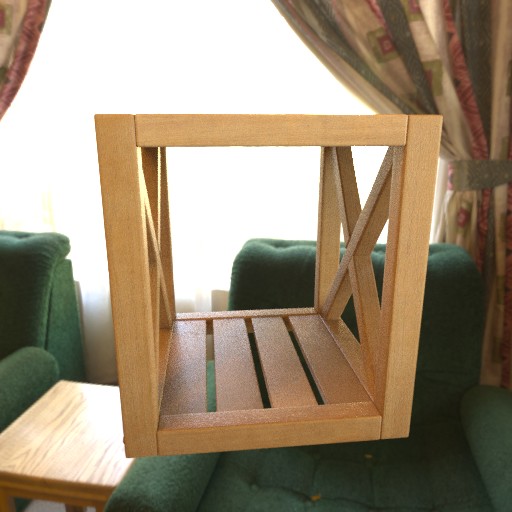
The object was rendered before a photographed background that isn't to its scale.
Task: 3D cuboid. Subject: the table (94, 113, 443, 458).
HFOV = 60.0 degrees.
[{"bbox_3d":[0.000,0.000,1.032,0.558,0.610,0.559,-2,16,-6],"label":"table"}]
